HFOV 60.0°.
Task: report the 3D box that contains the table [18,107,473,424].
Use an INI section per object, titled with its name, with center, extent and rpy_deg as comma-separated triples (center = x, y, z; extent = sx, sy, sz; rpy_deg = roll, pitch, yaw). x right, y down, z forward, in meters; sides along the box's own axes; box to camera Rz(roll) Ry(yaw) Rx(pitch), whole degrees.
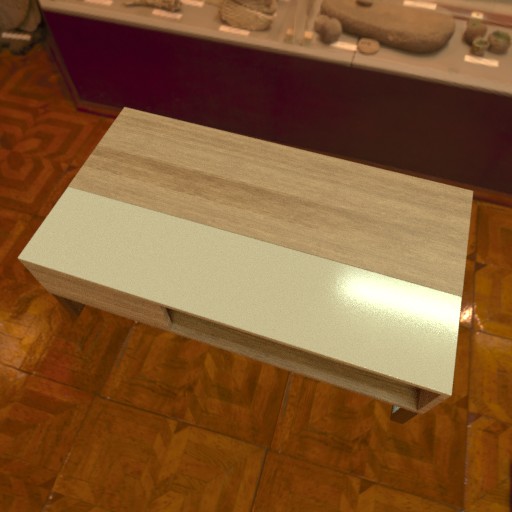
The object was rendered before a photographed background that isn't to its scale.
[table]
center = 0.000, 0.000, 1.351
extent = 1.100, 0.350, 0.600
rpy_deg = 16, 60, 9
